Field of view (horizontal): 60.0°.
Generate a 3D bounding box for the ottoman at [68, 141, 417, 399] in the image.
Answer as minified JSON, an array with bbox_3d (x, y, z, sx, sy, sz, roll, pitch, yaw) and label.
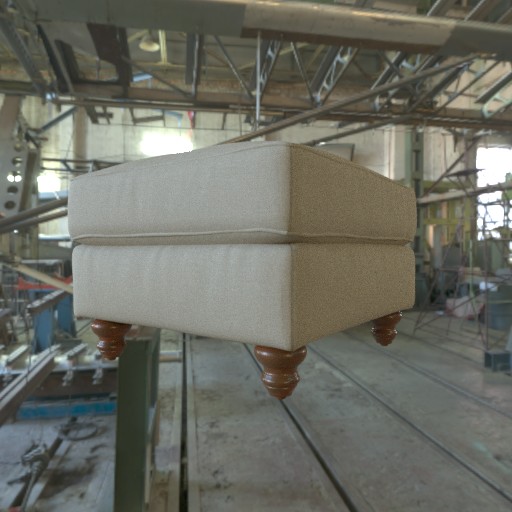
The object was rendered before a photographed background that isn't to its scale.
[{"bbox_3d":[0.000,0.000,1.159,0.662,0.505,0.716,0,1,35],"label":"ottoman"}]
